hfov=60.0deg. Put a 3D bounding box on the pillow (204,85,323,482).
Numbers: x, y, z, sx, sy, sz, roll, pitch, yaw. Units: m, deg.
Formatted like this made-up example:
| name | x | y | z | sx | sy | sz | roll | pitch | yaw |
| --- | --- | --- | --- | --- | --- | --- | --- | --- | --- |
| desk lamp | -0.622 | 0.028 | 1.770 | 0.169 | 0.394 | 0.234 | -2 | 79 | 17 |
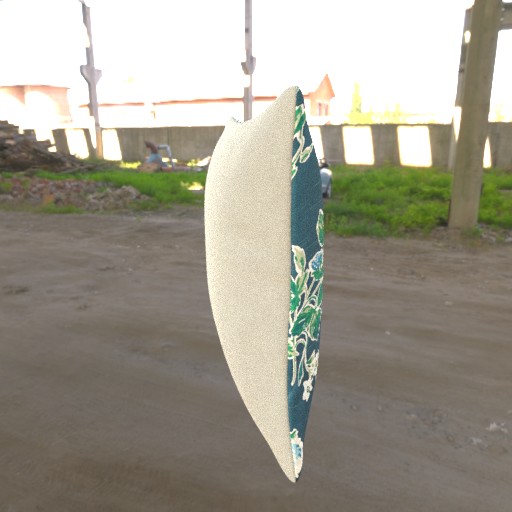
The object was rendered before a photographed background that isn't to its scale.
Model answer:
| name | x | y | z | sx | sy | sz | roll | pitch | yaw |
| --- | --- | --- | --- | --- | --- | --- | --- | --- | --- |
| pillow | 0.000 | 0.000 | 0.786 | 0.166 | 0.508 | 0.525 | -3 | 14 | -10 |
